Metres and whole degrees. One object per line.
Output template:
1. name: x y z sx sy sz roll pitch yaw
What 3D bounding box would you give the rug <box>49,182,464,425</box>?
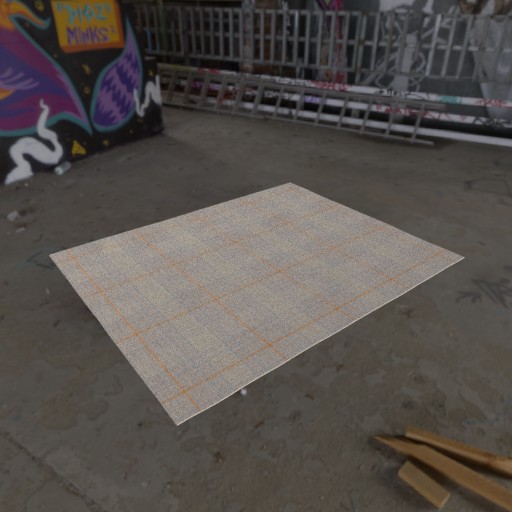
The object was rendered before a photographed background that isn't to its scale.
1. rug: 0.000 0.000 4.159 3.051 0.021 2.448 -22 37 -32
